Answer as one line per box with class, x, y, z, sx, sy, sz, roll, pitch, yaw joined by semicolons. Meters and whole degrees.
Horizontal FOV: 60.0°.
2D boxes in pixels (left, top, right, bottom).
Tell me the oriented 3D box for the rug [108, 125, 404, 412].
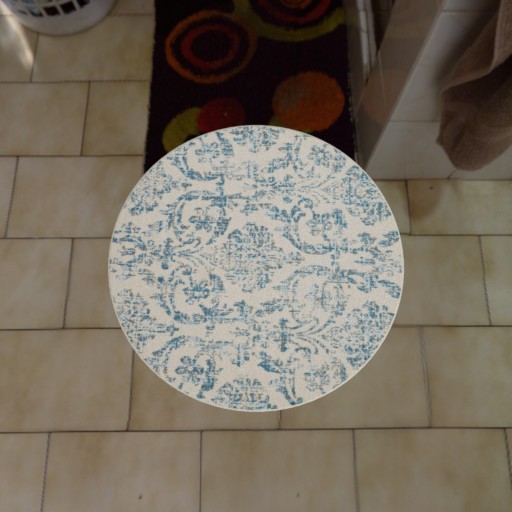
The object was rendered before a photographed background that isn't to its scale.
rug;0.000;0.000;2.394;1.593;0.012;1.593;0;75;0
